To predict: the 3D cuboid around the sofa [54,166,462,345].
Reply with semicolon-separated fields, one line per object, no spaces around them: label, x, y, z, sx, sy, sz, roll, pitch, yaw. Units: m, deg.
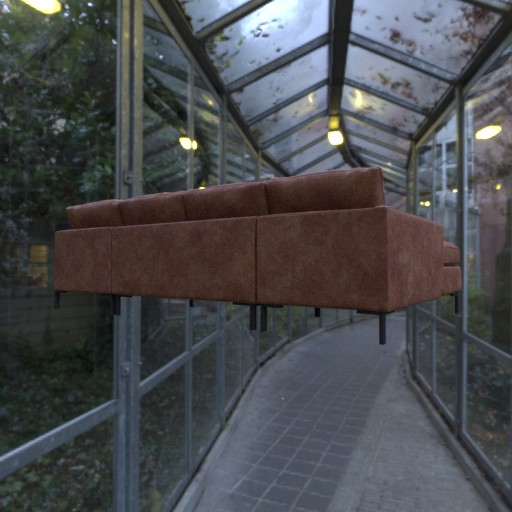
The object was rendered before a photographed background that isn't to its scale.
sofa;0.000;0.000;3.718;2.956;0.900;1.939;-1;-1;36
